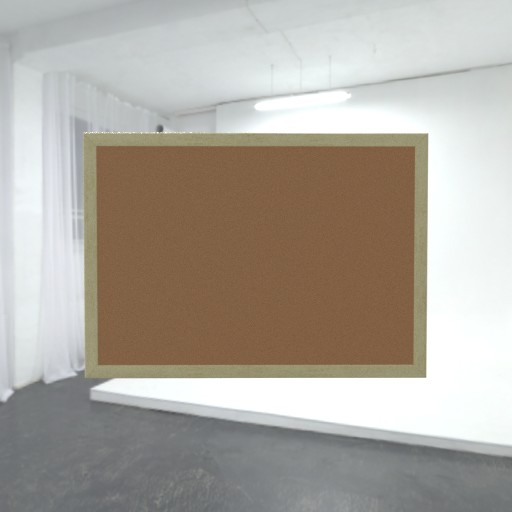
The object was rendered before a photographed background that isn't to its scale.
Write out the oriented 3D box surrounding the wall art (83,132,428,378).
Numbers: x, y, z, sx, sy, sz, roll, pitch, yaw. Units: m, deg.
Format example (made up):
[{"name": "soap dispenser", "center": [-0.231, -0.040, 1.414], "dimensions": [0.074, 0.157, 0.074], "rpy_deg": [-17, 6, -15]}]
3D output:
[{"name": "wall art", "center": [0.000, 0.000, 0.702], "dimensions": [0.533, 0.381, 0.032], "rpy_deg": [0, 1, 0]}]
